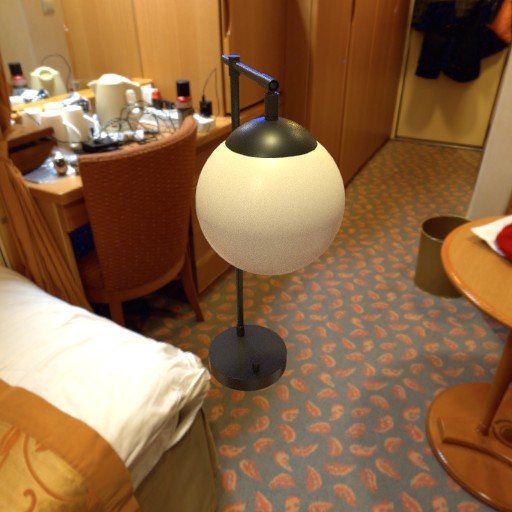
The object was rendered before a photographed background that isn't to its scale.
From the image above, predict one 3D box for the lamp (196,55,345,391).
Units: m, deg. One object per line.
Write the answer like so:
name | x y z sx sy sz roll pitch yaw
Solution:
lamp | 0.000 0.000 0.704 0.197 0.559 0.316 -10 33 -16
